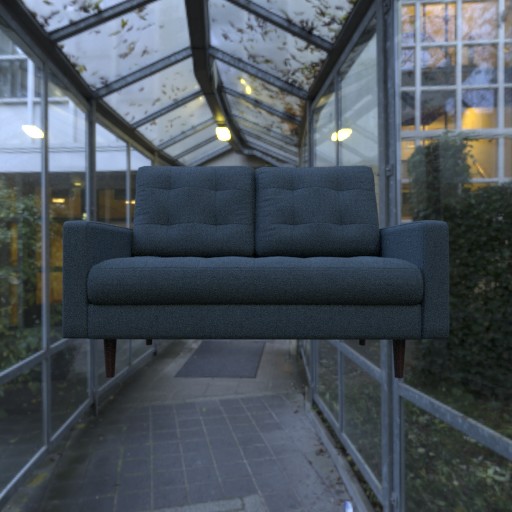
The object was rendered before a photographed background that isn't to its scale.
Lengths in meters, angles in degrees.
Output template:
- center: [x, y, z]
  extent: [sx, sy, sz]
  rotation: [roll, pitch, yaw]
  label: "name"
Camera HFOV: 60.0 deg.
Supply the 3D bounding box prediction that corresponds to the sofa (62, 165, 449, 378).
- center: [0.000, 0.000, 1.975]
  extent: [1.407, 0.907, 0.842]
  rotation: [0, 0, 0]
  label: "sofa"
